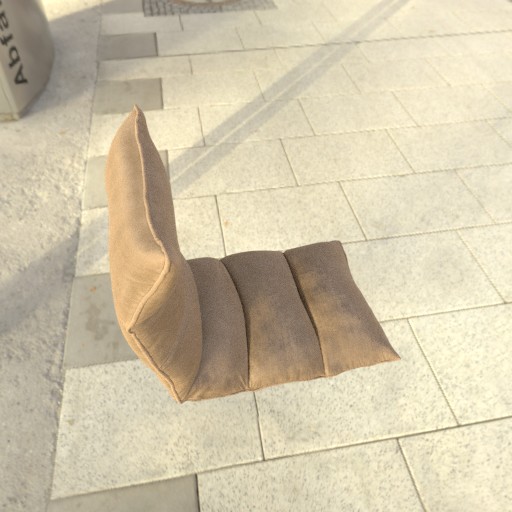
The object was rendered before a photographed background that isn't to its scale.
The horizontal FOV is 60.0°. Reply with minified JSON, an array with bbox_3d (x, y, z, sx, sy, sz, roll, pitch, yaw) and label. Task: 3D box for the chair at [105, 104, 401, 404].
[{"bbox_3d":[0.000,0.000,1.613,0.985,0.892,0.714,-9,49,-8],"label":"chair"}]
